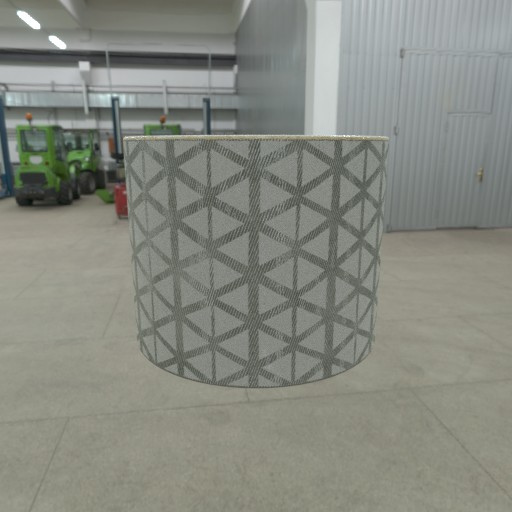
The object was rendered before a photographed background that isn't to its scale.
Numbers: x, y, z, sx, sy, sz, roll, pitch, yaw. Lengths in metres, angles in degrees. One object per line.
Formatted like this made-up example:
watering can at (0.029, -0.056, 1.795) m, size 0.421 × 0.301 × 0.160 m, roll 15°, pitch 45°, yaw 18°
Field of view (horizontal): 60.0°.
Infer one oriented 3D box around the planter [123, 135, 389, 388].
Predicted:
planter at (0.000, 0.000, 0.462) m, size 0.250 × 0.239 × 0.250 m, roll 0°, pitch 14°, yaw 0°
